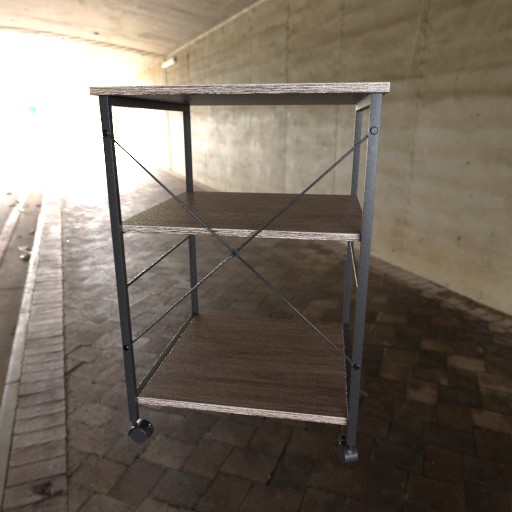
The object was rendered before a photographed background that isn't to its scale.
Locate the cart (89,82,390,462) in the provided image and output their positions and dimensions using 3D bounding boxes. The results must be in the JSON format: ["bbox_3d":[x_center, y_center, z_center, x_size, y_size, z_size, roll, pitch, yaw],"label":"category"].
[{"bbox_3d":[0.000,0.000,1.106,0.521,0.762,0.520,3,17,9],"label":"cart"}]
